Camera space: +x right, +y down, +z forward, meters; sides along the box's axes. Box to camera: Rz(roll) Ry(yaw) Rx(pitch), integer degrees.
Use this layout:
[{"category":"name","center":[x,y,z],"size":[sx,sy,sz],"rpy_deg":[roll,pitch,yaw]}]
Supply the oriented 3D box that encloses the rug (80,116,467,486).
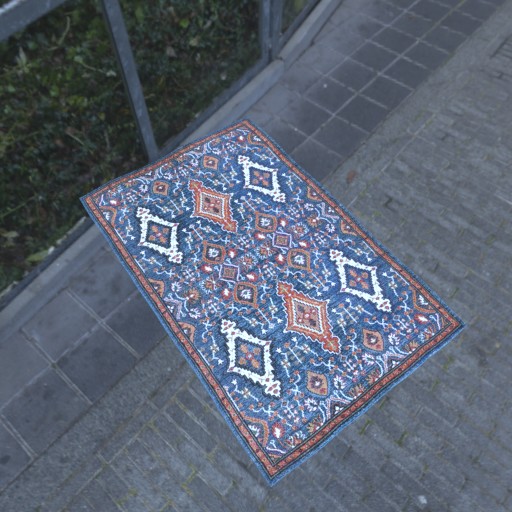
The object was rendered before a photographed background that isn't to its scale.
[{"category":"rug","center":[0.000,0.000,2.346],"size":[1.195,0.014,1.847],"rpy_deg":[-32,63,-18]}]
